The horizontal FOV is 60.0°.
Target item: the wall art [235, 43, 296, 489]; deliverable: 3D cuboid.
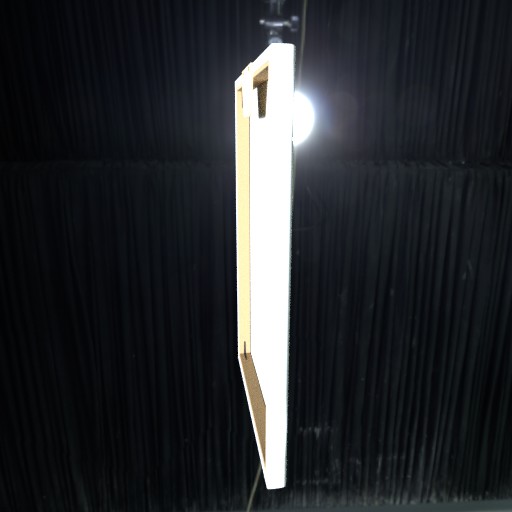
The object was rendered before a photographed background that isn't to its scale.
[{"bbox_3d":[0.000,0.000,1.143,0.048,0.902,0.602,-2,16,-8],"label":"wall art"}]
